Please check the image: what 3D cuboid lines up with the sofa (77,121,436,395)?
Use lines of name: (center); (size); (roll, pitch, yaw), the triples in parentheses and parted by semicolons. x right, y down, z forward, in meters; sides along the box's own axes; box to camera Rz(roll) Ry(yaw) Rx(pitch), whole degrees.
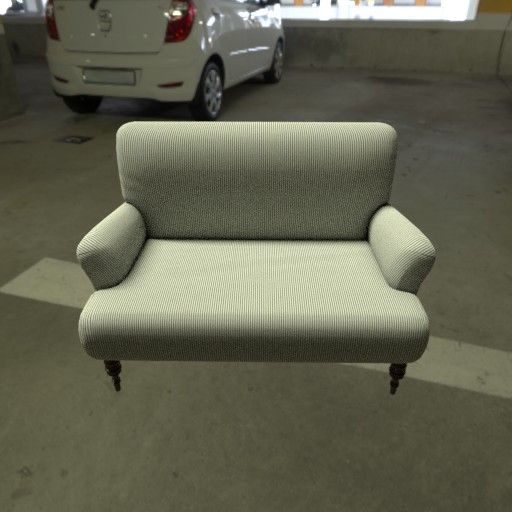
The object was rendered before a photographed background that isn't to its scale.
sofa: (0.000, 0.000, 1.784); (1.297, 0.889, 0.779); (0, 30, 1)
